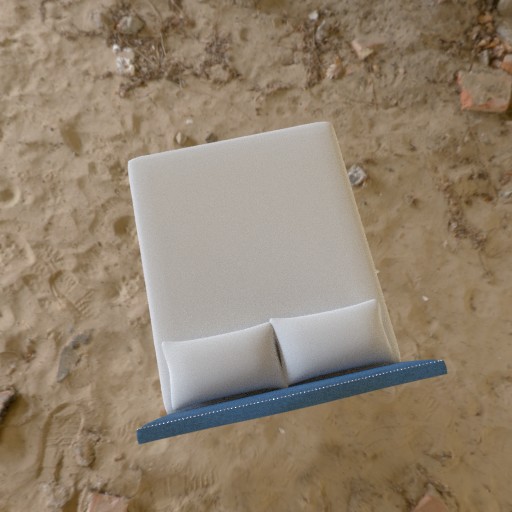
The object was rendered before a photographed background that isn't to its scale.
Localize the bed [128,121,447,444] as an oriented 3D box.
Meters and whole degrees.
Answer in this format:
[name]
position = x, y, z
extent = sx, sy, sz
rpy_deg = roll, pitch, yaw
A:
[bed]
position = 0.000, 0.000, 2.911
extent = 1.610, 1.169, 1.872
rpy_deg = -12, 75, -3
